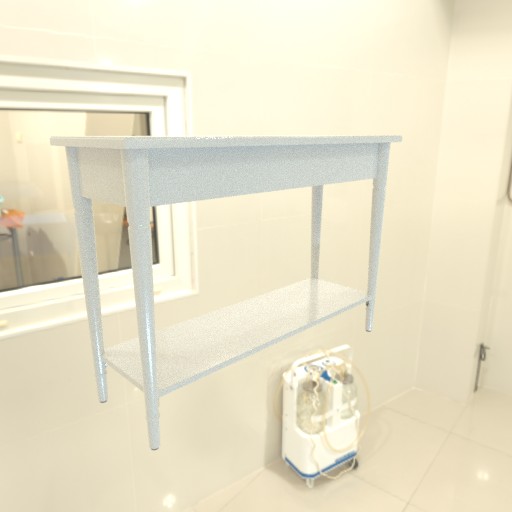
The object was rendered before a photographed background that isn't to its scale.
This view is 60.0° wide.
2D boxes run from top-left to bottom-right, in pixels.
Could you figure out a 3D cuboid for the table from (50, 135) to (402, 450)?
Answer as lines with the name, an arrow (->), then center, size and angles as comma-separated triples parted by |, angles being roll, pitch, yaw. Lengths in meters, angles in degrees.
table -> 0.000, 0.000, 1.431 | 1.067, 0.749, 0.381 | -15, 21, -42
